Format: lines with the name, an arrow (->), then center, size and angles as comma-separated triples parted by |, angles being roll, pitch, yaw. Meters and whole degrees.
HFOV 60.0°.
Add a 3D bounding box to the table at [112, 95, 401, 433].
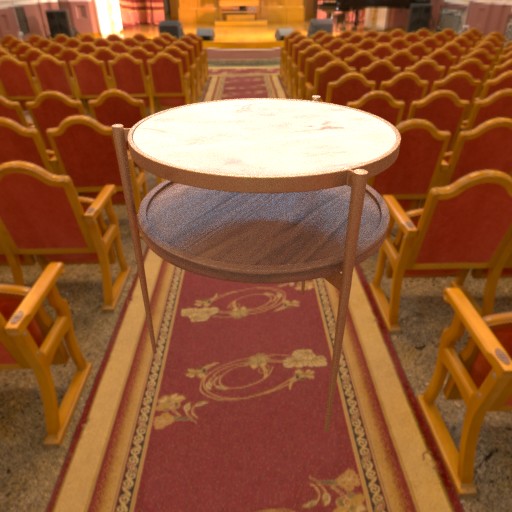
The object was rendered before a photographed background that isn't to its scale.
table -> 0.000, 0.000, 0.836 | 0.456, 0.493, 0.430 | -1, 32, -1
